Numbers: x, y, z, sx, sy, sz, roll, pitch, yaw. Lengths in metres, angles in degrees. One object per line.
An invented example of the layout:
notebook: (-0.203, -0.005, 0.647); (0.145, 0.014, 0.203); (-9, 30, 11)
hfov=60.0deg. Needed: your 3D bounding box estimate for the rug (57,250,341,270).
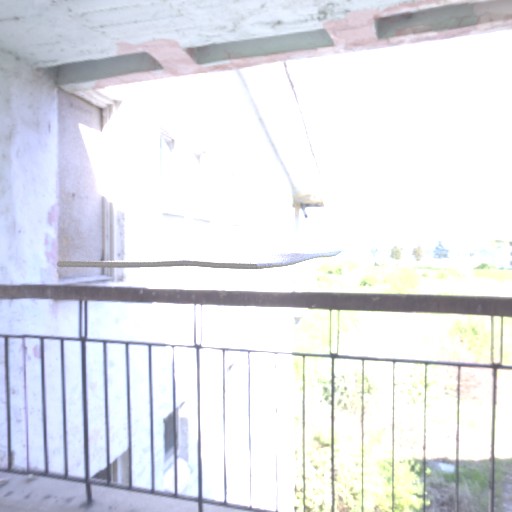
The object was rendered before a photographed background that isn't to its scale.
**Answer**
rug: (0.000, 0.000, 2.641); (0.752, 0.051, 2.452); (0, 1, 17)
